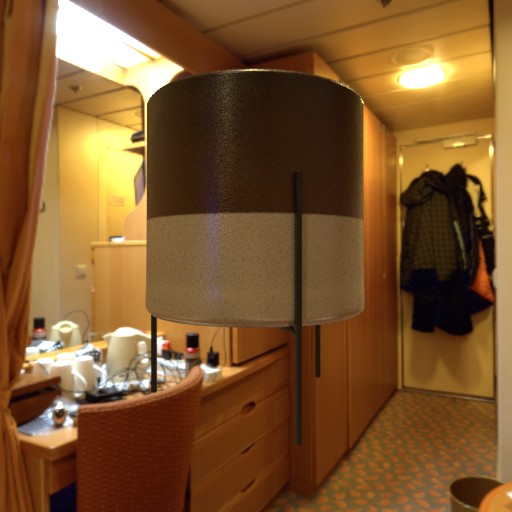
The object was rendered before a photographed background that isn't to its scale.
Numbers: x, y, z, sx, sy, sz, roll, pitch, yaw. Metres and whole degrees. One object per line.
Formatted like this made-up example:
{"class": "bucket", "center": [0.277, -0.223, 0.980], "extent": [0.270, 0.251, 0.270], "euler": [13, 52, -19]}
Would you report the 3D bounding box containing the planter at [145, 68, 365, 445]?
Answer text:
{"class": "planter", "center": [0.000, 0.000, 0.713], "extent": [0.345, 0.465, 0.354], "euler": [0, 0, -18]}
